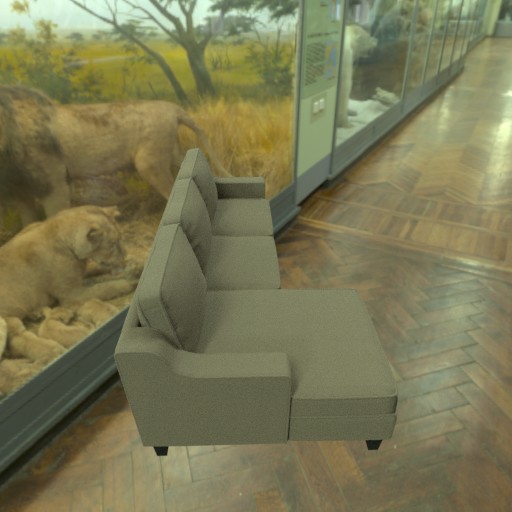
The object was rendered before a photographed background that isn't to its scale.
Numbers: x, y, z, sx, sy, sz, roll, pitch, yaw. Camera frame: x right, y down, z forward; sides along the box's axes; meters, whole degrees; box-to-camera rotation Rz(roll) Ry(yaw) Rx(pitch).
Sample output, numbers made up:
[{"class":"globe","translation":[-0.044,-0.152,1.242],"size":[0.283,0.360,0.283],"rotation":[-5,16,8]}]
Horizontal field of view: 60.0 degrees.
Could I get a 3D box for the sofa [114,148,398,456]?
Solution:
[{"class":"sofa","translation":[0.000,0.000,3.115],"size":[1.294,0.928,2.561],"rotation":[-1,30,-2]}]
